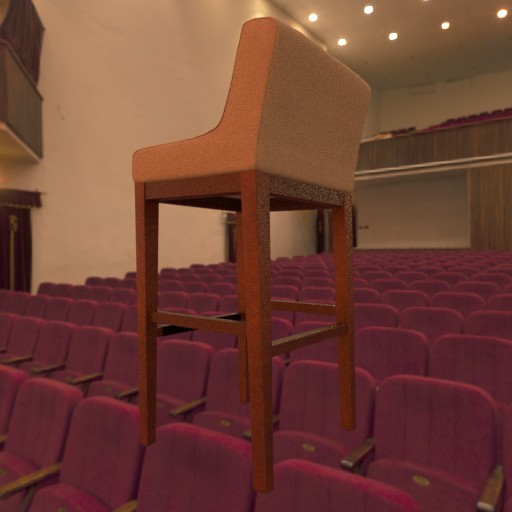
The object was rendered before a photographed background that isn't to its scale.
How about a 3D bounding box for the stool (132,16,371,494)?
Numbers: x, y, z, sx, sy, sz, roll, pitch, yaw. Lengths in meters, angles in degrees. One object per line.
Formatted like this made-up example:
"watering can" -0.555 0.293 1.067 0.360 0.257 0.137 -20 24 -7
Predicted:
"stool" 0.000 0.000 1.262 0.500 1.037 0.511 0 0 37
